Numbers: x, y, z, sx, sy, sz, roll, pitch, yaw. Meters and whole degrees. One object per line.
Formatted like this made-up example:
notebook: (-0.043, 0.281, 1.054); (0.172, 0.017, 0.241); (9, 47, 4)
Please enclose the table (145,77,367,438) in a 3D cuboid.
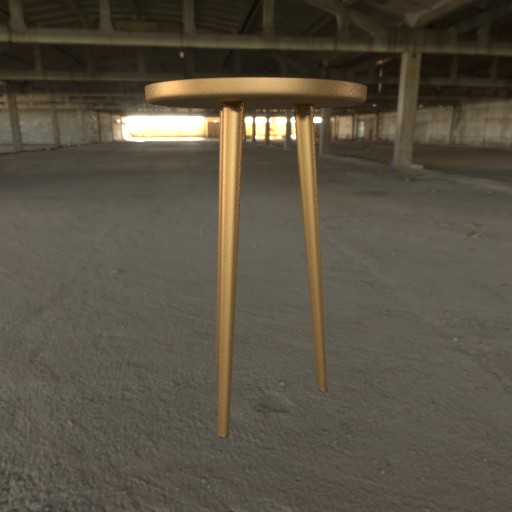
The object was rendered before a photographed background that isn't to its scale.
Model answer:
table: (0.000, 0.000, 0.679); (0.299, 0.480, 0.299); (-2, 16, -8)
